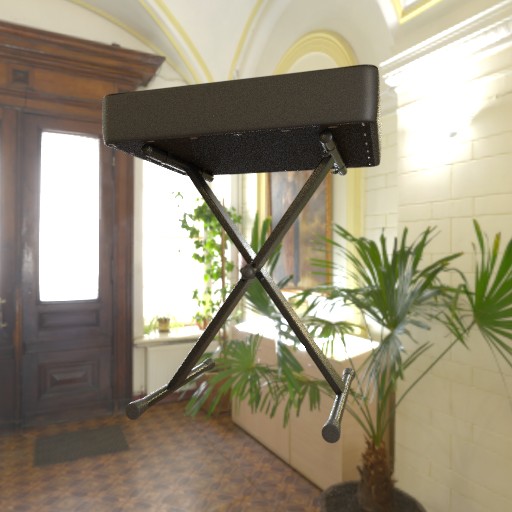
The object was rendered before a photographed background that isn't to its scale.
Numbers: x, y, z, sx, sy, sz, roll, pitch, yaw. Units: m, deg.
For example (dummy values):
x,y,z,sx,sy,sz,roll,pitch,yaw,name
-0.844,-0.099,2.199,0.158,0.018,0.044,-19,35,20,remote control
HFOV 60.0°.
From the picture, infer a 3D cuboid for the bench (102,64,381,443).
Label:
x,y,z,sx,sy,sz,roll,pitch,yaw,name
0.000,0.000,0.784,0.424,0.500,0.321,0,0,16,bench
